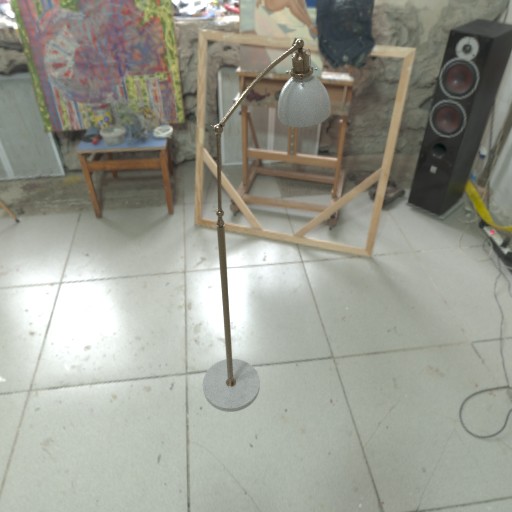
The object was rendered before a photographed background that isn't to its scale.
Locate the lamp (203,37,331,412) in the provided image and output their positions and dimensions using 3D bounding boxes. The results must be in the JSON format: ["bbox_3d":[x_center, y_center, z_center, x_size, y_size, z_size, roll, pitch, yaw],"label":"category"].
[{"bbox_3d":[0.000,0.000,1.802,0.599,1.586,0.288,-26,47,-27],"label":"lamp"}]
